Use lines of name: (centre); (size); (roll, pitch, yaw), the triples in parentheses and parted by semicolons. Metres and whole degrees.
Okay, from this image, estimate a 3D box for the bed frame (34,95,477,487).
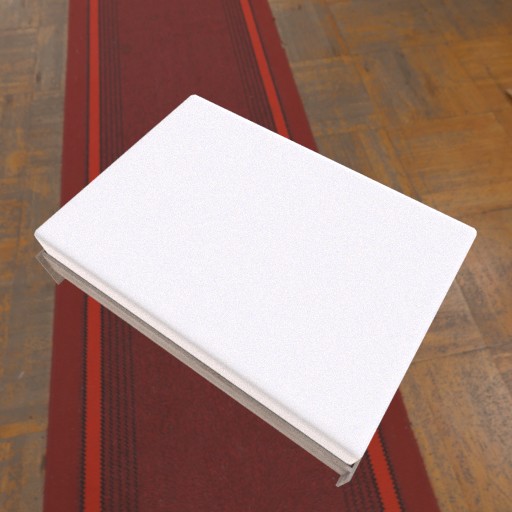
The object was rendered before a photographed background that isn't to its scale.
bed frame: (0.000, 0.000, 2.511); (1.945, 0.497, 1.445); (30, 63, 17)
